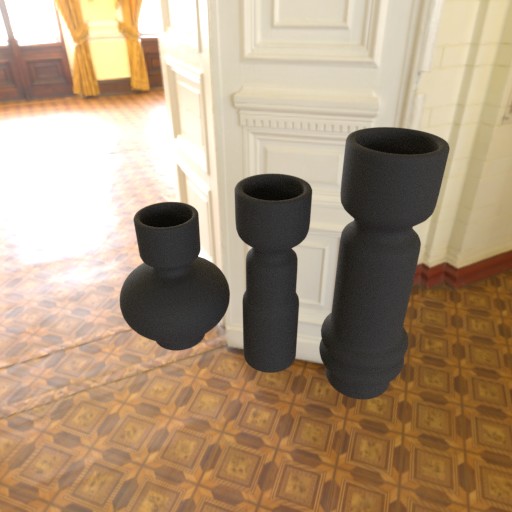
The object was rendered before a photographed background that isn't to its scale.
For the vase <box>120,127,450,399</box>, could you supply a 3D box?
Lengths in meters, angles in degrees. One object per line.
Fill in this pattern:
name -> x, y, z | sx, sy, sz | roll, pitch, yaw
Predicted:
vase -> 0.000, 0.000, 0.428 | 0.307, 0.249, 0.120 | 10, 33, 16
